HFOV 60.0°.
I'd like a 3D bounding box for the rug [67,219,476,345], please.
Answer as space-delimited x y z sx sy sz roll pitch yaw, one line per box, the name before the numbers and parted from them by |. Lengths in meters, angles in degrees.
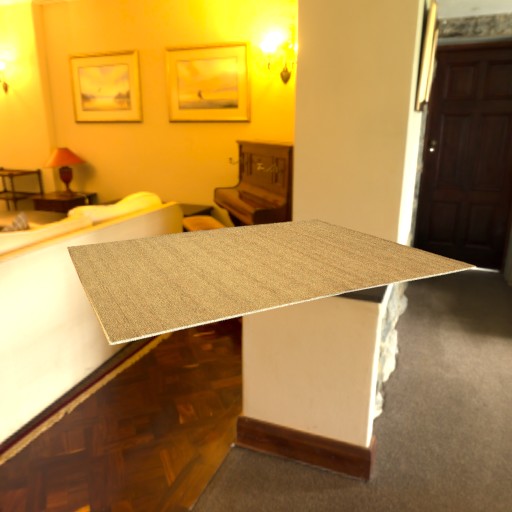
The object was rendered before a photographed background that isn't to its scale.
rug | 0.000 0.000 4.303 3.202 0.045 2.434 -8 18 -26
